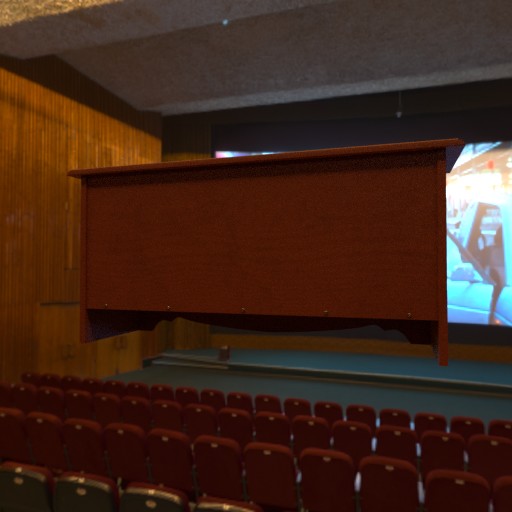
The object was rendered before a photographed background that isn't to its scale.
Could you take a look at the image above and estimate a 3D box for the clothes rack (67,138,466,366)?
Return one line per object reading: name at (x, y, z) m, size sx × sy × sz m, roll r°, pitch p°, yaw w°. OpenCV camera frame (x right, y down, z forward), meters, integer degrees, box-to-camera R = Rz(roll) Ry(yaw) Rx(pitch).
clothes rack at (0.000, 0.000, 1.500) m, size 1.251 × 0.594 × 0.362 m, roll 0°, pitch -1°, yaw 18°
